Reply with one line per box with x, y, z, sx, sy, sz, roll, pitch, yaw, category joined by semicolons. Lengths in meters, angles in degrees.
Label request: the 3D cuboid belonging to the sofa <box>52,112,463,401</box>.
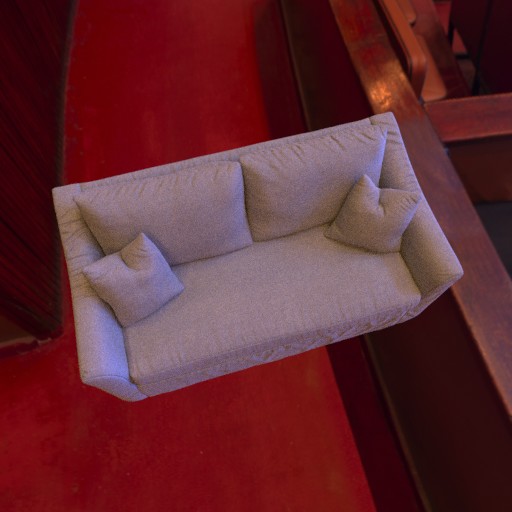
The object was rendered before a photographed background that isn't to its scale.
0.000;0.000;2.593;2.010;1.018;1.072;-15;64;-7;sofa
